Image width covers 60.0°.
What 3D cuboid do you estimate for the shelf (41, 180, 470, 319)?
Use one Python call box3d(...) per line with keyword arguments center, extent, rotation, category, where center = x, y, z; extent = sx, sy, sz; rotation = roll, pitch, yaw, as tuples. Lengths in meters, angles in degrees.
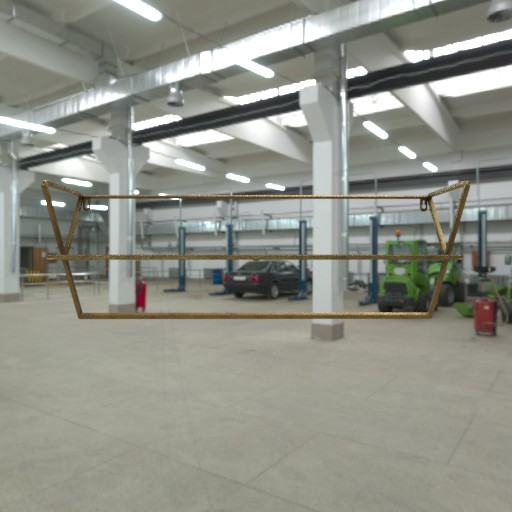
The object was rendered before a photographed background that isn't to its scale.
box3d(center=(0.000, 0.000, 0.740), extent=(0.645, 0.229, 0.150), rotation=(0, 0, 0), category="shelf")
